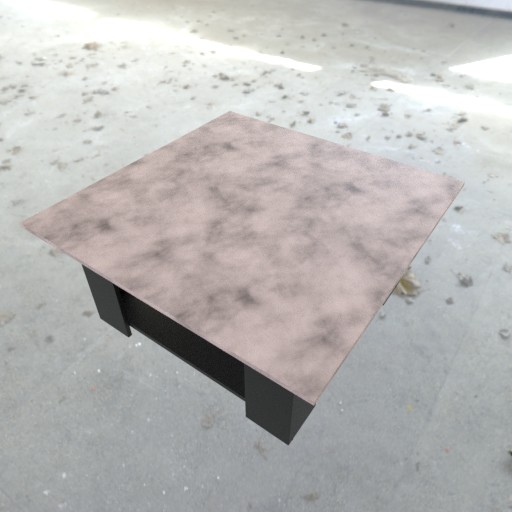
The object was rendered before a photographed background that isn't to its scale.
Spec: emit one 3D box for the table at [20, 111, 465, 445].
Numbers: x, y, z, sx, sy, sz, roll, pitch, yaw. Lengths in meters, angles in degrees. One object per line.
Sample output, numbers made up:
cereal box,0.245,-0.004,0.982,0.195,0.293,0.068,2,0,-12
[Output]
table,0.000,0.000,1.032,0.670,0.305,0.670,25,47,26
